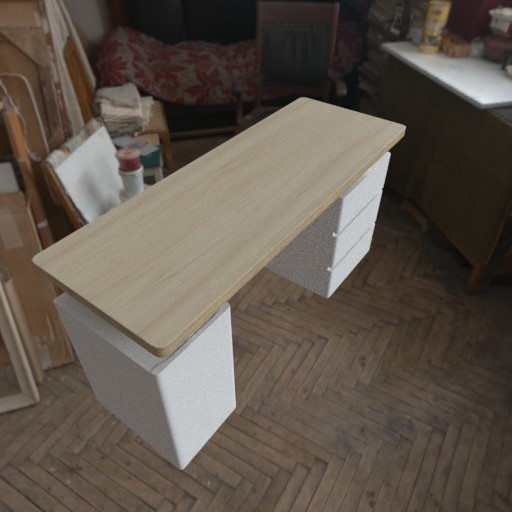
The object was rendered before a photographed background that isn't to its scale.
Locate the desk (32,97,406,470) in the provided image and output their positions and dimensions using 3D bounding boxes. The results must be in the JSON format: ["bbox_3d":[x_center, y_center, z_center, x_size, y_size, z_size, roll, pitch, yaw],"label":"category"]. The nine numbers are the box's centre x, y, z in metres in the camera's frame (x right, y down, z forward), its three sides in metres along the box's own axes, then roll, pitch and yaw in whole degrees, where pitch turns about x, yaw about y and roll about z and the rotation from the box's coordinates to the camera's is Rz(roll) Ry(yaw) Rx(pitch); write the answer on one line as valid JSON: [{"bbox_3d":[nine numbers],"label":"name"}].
[{"bbox_3d":[0.000,0.000,1.878,0.550,0.755,1.500,26,48,26],"label":"desk"}]
